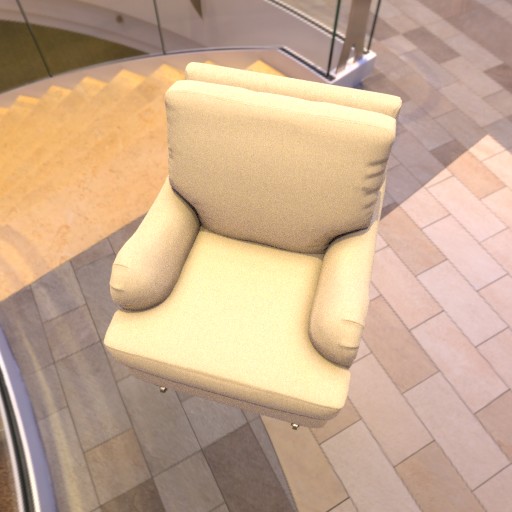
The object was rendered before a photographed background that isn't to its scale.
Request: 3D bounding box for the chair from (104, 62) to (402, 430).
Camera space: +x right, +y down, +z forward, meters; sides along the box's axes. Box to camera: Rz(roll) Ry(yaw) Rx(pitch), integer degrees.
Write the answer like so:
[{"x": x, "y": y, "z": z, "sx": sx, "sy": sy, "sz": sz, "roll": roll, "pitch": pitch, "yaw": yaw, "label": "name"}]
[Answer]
[{"x": 0.000, "y": 0.000, "z": 1.777, "sx": 0.895, "sy": 1.076, "sz": 1.078, "roll": 13, "pitch": 58, "yaw": 8, "label": "chair"}]
